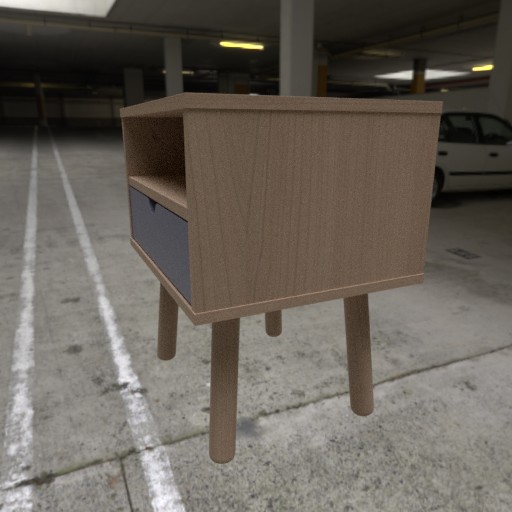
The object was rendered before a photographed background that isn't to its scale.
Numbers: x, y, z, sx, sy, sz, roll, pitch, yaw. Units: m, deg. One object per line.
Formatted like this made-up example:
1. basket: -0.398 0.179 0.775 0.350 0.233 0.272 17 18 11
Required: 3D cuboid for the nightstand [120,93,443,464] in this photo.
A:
1. nightstand: 0.000 0.000 0.825 0.380 0.530 0.450 -7 18 -24
